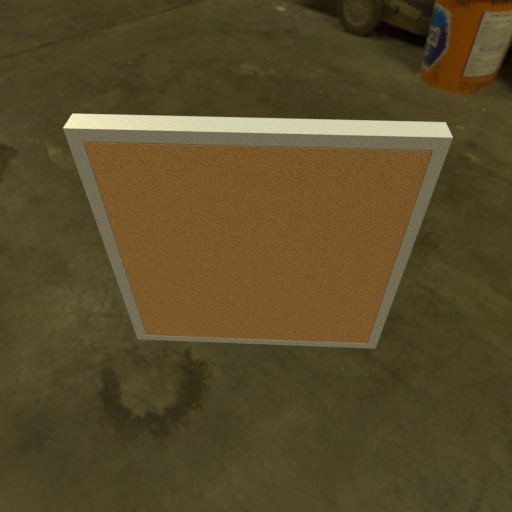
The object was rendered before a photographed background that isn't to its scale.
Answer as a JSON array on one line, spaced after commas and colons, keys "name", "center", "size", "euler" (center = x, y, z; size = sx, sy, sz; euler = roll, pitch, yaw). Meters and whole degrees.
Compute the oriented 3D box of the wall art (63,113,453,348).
[{"name": "wall art", "center": [0.000, 0.000, 0.771], "size": [0.506, 0.506, 0.038], "euler": [2, 47, 2]}]
